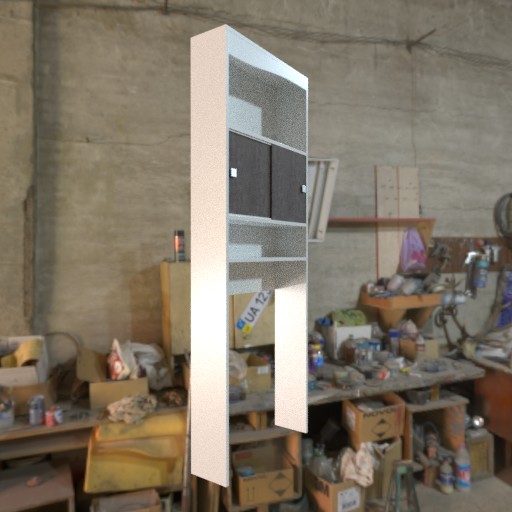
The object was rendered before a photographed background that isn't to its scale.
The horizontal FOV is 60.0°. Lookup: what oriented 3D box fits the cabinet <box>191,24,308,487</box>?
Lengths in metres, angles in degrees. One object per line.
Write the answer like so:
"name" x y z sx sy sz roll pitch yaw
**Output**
"cabinet" 0.000 0.000 2.007 0.192 1.770 0.643 0 1 35
